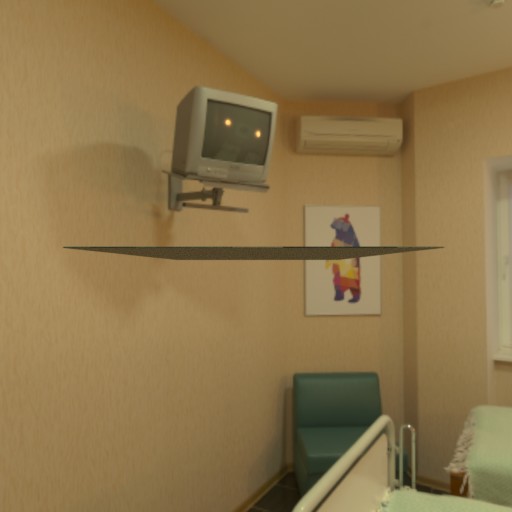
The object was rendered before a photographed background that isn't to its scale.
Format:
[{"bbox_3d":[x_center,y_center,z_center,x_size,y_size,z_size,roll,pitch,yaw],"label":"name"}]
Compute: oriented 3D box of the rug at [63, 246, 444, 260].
[{"bbox_3d":[0.000,0.000,2.963,1.528,0.005,2.420,0,-2,0],"label":"rug"}]
